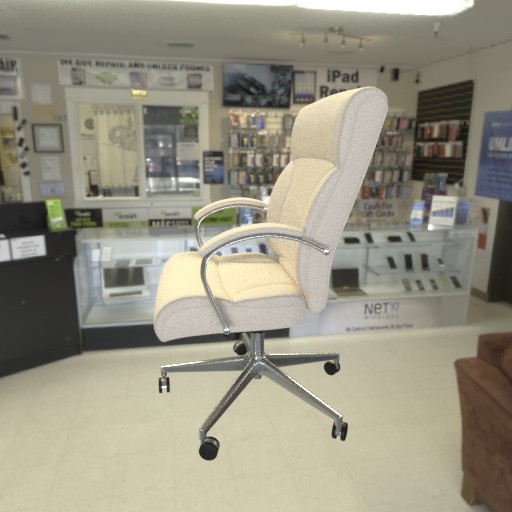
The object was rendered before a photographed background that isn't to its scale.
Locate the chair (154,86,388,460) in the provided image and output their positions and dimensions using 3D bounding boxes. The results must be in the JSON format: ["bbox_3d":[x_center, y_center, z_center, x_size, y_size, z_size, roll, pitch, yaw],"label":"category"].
[{"bbox_3d":[0.000,0.000,1.586,0.745,1.099,0.727,-2,14,-9],"label":"chair"}]
